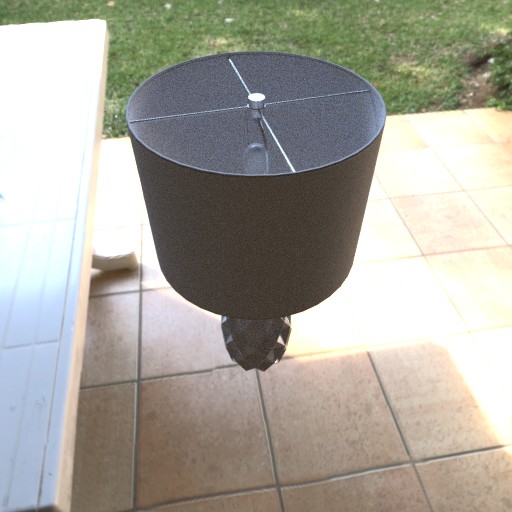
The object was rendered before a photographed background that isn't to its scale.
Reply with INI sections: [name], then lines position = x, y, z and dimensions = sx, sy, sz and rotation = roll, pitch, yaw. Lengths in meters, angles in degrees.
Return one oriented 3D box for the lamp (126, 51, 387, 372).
[lamp]
position = 0.000, 0.000, 0.697
dimensions = 0.297, 0.522, 0.297
rotation = 0, 46, 0
